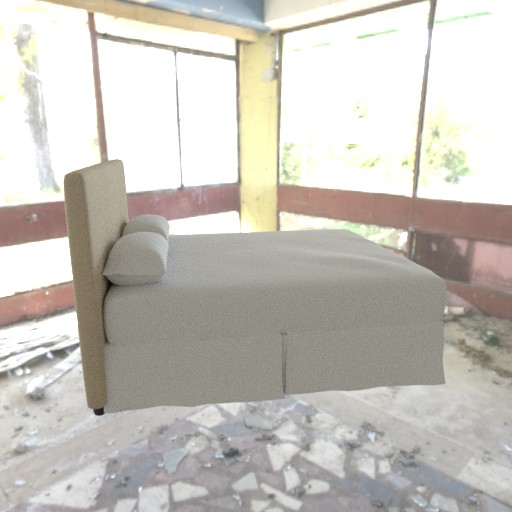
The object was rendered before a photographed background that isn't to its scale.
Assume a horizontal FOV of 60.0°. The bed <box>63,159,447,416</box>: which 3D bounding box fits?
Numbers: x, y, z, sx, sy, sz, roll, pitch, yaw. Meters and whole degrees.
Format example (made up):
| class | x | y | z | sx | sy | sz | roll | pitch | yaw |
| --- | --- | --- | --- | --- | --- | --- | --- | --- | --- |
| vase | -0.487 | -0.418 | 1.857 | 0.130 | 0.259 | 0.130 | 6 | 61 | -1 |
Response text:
| class | x | y | z | sx | sy | sz | roll | pitch | yaw |
| --- | --- | --- | --- | --- | --- | --- | --- | --- | --- |
| bed | 0.000 | 0.000 | 3.182 | 2.142 | 1.330 | 1.723 | -2 | 15 | -10 |
